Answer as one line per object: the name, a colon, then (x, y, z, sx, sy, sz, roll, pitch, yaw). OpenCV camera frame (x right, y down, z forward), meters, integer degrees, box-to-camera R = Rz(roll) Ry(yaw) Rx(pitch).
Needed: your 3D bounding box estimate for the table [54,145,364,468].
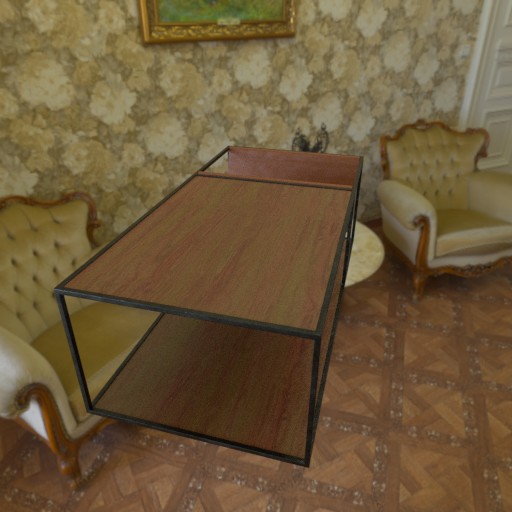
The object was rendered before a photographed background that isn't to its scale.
table: (0.000, 0.000, 1.513, 0.597, 0.403, 1.199, 8, 30, 14)
